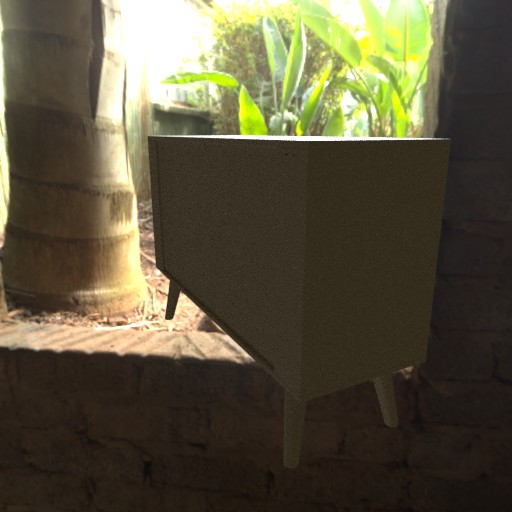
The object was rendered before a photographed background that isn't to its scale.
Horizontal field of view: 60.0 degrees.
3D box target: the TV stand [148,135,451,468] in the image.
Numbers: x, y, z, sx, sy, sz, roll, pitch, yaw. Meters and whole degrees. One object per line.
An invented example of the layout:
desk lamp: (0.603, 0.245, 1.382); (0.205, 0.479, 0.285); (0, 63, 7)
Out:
TV stand: (0.000, 0.000, 1.566); (0.406, 0.812, 1.193); (-8, 18, -27)
